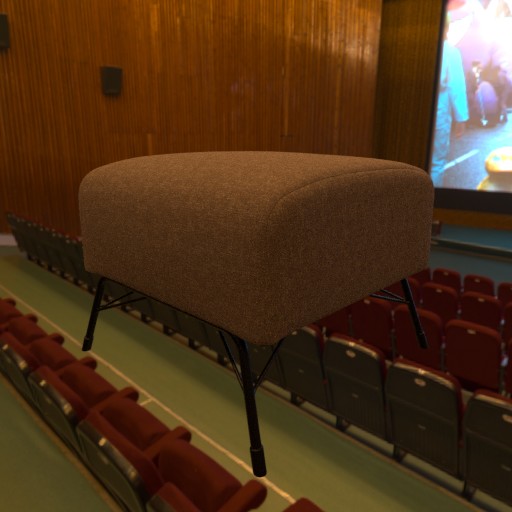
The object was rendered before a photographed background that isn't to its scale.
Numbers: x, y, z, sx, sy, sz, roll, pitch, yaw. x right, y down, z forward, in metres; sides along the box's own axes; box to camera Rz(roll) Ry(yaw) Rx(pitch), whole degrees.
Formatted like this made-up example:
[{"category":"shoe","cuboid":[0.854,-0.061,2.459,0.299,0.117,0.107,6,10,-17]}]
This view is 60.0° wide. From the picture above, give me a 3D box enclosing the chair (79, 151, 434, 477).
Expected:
[{"category":"chair","cuboid":[0.000,0.000,0.895,0.530,0.410,0.530,14,21,42]}]
